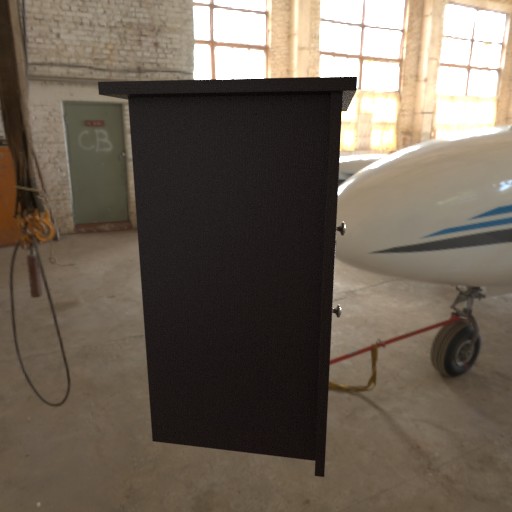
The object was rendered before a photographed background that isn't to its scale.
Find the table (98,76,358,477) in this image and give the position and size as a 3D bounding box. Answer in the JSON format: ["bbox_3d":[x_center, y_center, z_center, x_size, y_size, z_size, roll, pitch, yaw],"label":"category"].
[{"bbox_3d":[0.000,0.000,1.043,0.408,0.711,0.589,3,15,10],"label":"table"}]
